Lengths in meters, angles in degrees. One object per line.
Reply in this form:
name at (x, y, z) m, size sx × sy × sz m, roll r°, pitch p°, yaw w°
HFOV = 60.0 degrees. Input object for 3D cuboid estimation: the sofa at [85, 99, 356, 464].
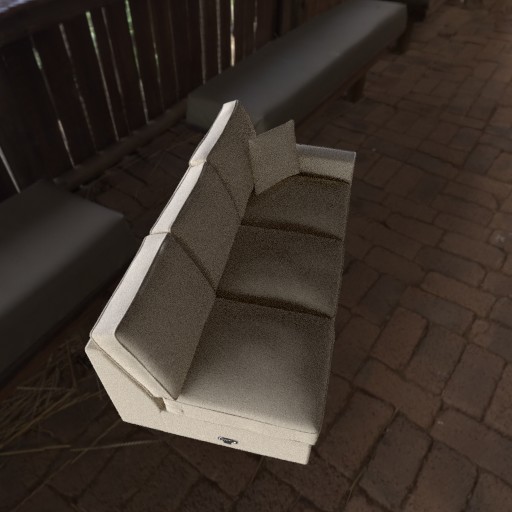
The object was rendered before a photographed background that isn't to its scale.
sofa at (0.000, 0.000, 2.617) m, size 1.034 × 0.946 × 1.963 m, roll 10°, pitch 47°, yaw 9°
